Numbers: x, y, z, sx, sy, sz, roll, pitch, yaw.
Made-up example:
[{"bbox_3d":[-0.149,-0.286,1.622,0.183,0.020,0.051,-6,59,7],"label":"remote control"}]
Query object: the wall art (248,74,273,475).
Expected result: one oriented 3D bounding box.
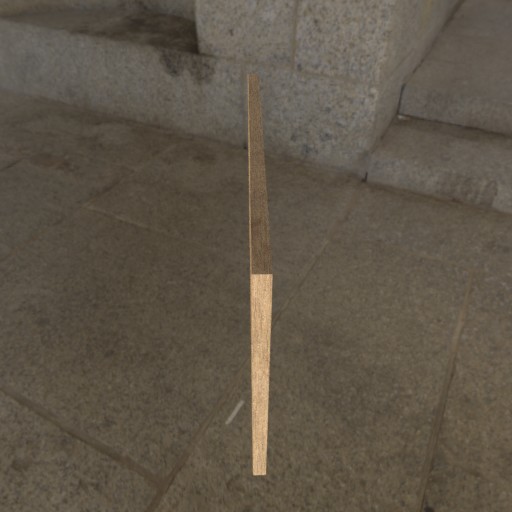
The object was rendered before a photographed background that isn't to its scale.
[{"bbox_3d":[0.000,0.000,0.952,0.026,0.535,0.690,-1,41,-1],"label":"wall art"}]
